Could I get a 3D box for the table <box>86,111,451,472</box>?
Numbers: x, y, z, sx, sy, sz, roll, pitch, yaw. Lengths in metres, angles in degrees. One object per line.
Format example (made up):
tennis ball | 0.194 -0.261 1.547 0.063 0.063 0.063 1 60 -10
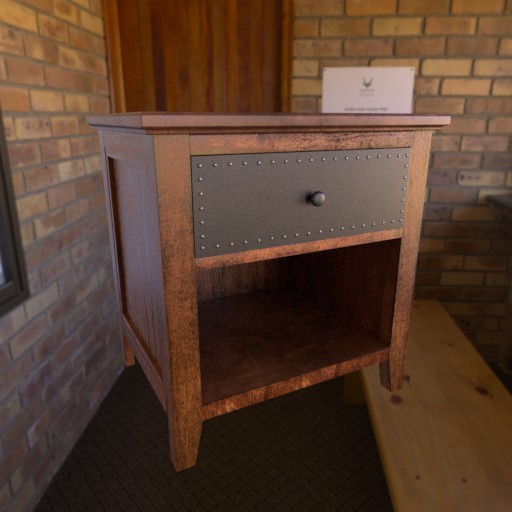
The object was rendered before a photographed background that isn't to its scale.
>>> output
table | 0.000 0.000 0.979 0.586 0.597 0.461 -9 19 -27
